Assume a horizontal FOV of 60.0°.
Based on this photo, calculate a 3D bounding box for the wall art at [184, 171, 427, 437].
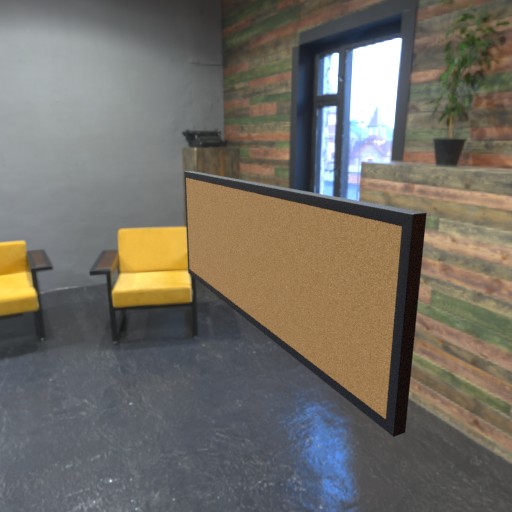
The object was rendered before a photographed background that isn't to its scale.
[{"bbox_3d":[0.000,0.000,1.710,0.041,0.554,1.572,-7,16,-26],"label":"wall art"}]
